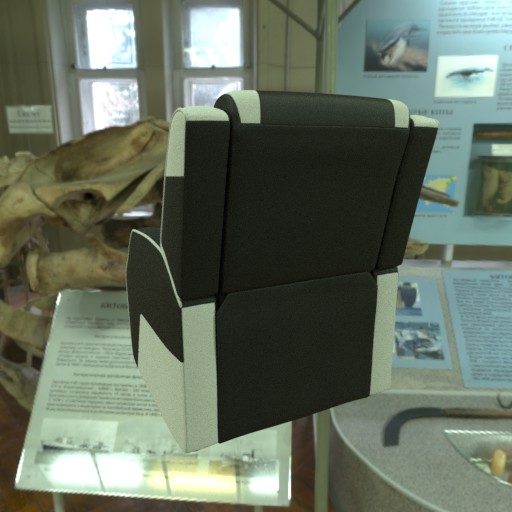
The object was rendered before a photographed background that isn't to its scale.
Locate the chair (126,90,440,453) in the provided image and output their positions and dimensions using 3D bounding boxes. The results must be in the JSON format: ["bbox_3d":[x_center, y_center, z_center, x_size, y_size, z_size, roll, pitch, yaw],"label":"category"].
[{"bbox_3d":[0.000,0.000,1.247,0.620,0.805,0.672,-7,15,-26],"label":"chair"}]
